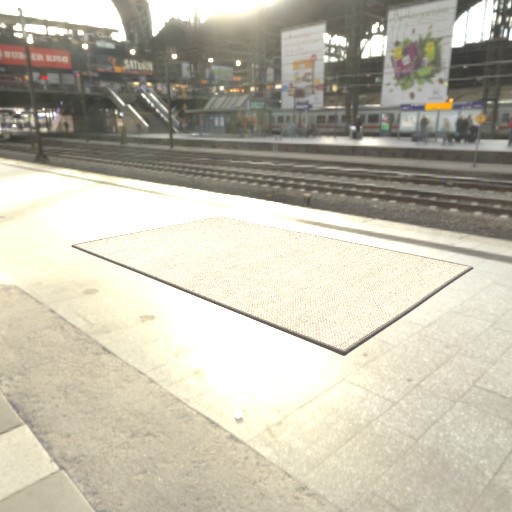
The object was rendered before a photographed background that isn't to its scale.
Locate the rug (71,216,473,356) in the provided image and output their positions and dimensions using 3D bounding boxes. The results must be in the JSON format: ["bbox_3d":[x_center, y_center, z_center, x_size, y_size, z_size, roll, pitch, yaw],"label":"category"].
[{"bbox_3d":[0.000,0.000,2.151,1.676,0.013,1.067,15,22,41],"label":"rug"}]
